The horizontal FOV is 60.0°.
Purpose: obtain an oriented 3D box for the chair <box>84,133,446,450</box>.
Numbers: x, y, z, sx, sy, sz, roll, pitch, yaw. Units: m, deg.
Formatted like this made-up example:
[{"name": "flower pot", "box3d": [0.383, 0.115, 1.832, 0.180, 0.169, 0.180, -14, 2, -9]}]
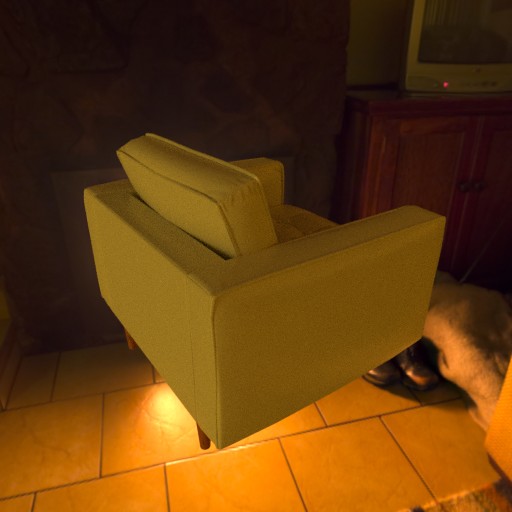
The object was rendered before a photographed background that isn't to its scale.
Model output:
[{"name": "chair", "box3d": [0.000, 0.000, 1.487, 0.843, 0.773, 0.928, -17, 31, -31]}]
